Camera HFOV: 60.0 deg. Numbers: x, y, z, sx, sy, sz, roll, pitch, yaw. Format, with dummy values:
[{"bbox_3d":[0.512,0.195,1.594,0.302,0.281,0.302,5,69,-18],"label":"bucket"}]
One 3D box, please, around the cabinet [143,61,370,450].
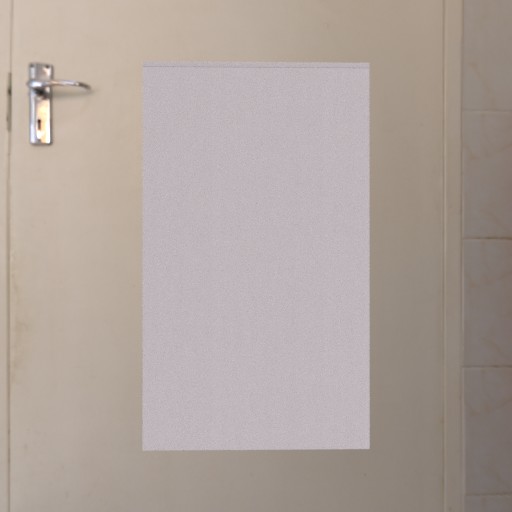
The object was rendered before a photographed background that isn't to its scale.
[{"bbox_3d":[0.000,0.000,1.588,0.750,1.280,0.250,0,0,-1],"label":"cabinet"}]
